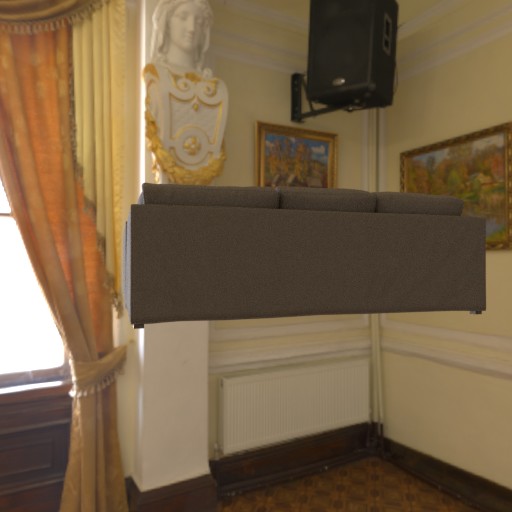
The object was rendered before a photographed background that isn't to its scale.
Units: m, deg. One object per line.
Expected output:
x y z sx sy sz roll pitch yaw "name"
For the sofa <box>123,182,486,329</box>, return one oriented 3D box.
0.000 0.000 4.266 2.432 0.871 3.182 0 -1 -17 "sofa"
